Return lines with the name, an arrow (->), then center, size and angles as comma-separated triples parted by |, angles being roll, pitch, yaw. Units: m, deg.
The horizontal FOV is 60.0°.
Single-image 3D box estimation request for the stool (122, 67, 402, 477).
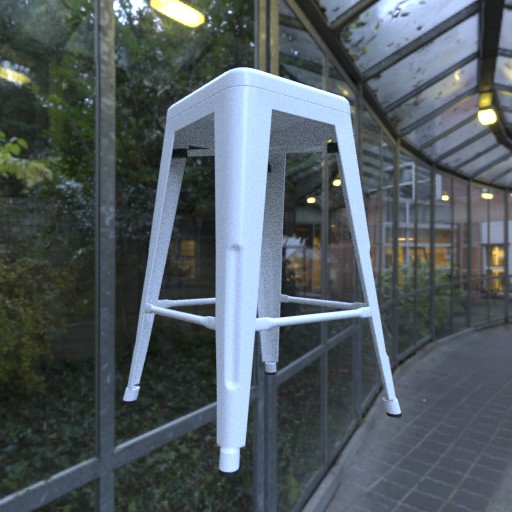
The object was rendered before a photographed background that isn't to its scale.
stool -> 0.000, 0.000, 0.888 | 0.406, 0.610, 0.406 | 0, 0, -37
